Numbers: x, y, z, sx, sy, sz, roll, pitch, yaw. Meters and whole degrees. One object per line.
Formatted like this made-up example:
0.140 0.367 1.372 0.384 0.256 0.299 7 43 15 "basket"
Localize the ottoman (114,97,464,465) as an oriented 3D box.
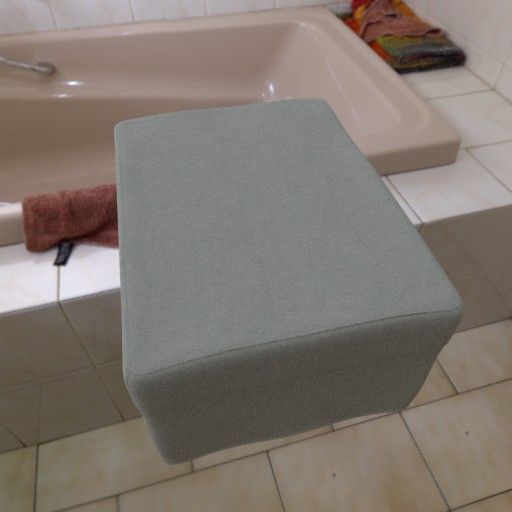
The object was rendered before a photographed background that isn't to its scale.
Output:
0.000 0.000 1.195 0.648 0.461 0.833 -10 48 -9 "ottoman"
